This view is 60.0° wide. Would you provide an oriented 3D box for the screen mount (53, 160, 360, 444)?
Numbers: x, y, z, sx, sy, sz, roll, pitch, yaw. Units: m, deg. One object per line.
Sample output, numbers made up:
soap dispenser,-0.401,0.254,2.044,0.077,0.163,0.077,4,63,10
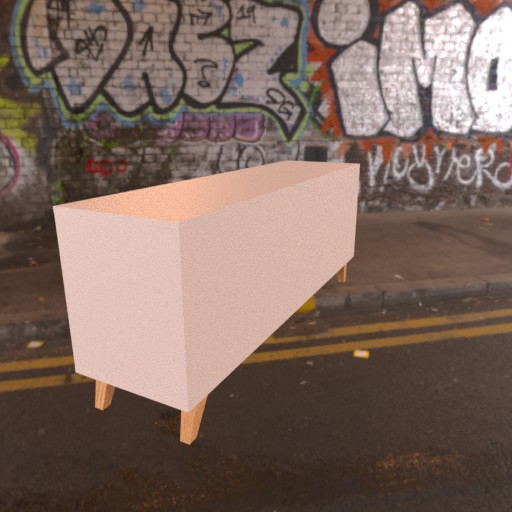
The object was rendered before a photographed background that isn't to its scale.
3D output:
screen mount,0.000,0.000,1.774,0.400,0.619,1.490,9,19,26
